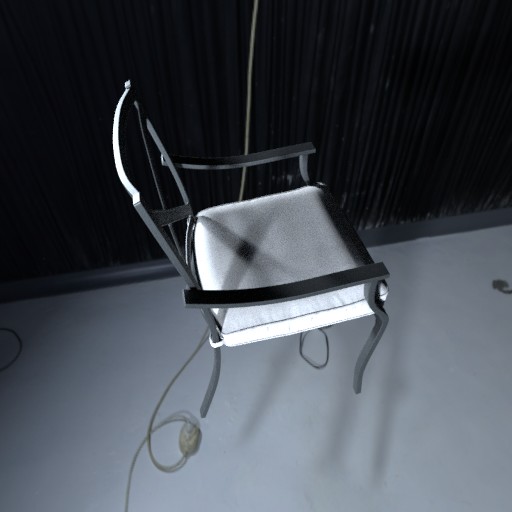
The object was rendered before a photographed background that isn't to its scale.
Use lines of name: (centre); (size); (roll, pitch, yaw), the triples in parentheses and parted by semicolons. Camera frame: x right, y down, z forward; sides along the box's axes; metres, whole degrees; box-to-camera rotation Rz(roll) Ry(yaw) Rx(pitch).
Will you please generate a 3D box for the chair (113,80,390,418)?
chair: (0.000, 0.000, 1.293); (0.620, 0.889, 0.575); (-10, 47, -9)
